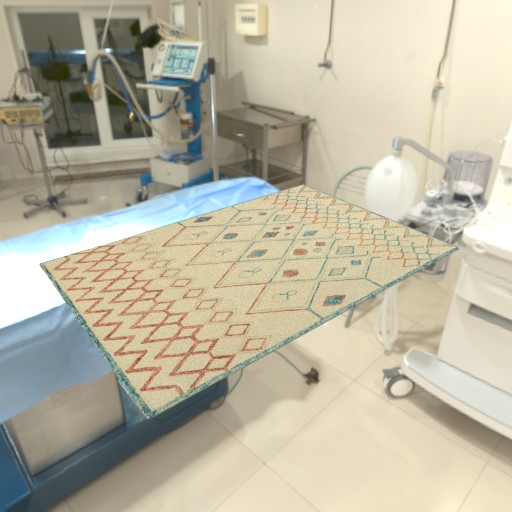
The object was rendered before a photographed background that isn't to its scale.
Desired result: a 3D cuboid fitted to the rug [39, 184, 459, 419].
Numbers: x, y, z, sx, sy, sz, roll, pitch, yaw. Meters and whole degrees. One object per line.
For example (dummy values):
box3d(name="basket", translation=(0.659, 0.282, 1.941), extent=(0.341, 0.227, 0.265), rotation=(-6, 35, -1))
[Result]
box3d(name="rug", translation=(0.000, 0.000, 2.307), extent=(1.829, 0.016, 1.219), rotation=(-21, 36, -32))
